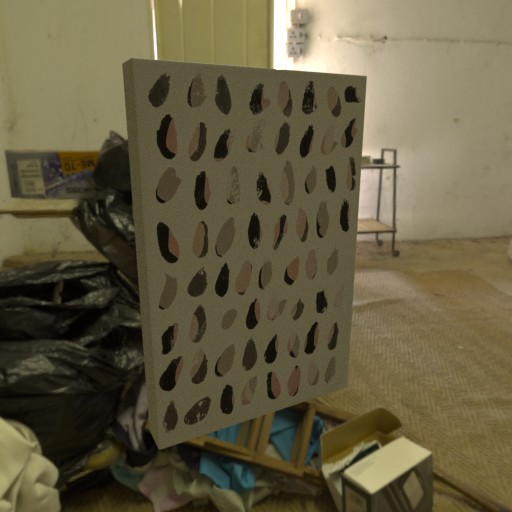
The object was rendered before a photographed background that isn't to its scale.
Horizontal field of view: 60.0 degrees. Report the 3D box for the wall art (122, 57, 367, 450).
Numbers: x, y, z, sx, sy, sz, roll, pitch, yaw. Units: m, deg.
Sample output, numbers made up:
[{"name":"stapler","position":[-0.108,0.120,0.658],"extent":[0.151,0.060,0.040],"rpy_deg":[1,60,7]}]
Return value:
[{"name":"wall art","position":[0.000,0.000,0.489],"extent":[0.252,0.381,0.039],"rpy_deg":[-8,17,-27]}]
